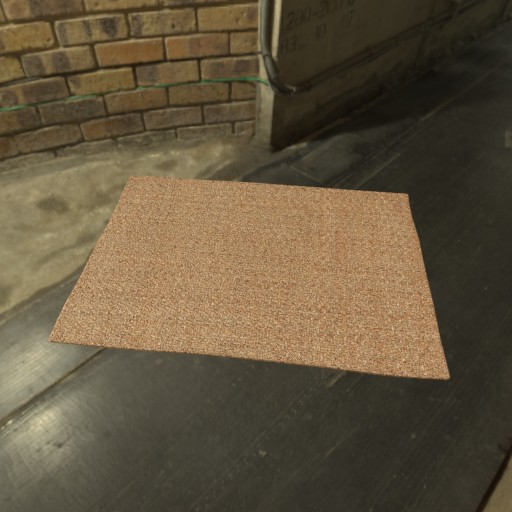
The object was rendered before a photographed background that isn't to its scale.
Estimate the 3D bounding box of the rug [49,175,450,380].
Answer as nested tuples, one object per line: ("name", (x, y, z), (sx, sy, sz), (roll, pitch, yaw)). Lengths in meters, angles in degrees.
("rug", (0.000, 0.000, 2.858), (2.141, 0.013, 1.566), (4, 46, 4))
